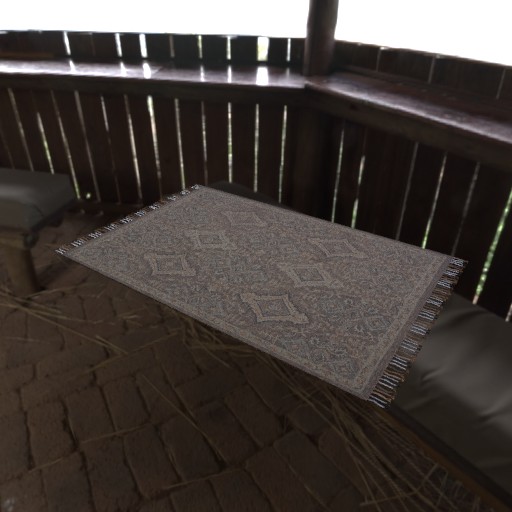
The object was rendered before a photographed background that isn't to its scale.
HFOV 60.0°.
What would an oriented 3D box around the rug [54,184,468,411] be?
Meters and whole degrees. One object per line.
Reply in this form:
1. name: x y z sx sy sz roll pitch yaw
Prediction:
1. rug: 0.000 0.000 3.051 2.434 0.010 1.516 20 36 29
